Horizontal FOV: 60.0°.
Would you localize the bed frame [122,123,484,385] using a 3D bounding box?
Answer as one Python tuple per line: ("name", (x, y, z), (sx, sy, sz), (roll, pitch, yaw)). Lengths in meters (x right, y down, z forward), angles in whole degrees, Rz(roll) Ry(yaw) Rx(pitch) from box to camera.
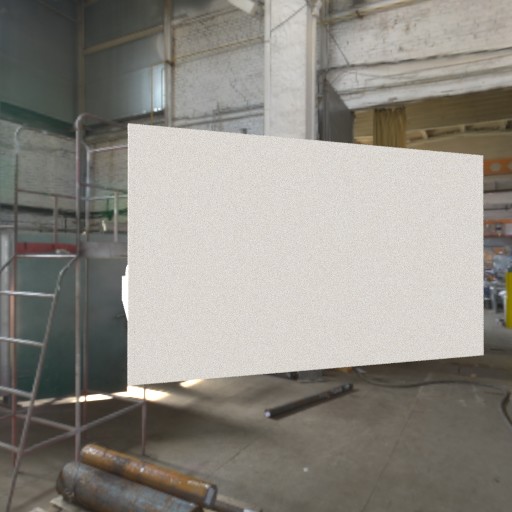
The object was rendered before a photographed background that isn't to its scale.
("bed frame", (0.000, 0.000, 2.953), (1.711, 1.001, 2.100), (0, 0, -18))
